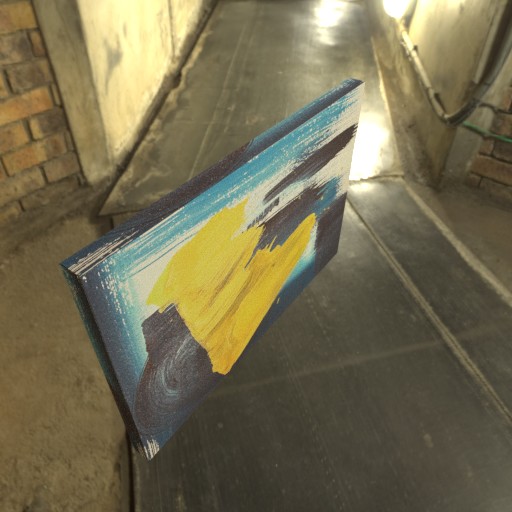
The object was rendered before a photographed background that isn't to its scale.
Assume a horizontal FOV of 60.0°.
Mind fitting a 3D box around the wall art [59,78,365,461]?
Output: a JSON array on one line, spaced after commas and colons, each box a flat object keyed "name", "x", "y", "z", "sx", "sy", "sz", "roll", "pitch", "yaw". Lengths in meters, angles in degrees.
[{"name": "wall art", "x": 0.000, "y": 0.000, "z": 0.745, "sx": 0.033, "sy": 0.406, "sz": 0.609, "roll": 26, "pitch": 48, "yaw": 26}]
